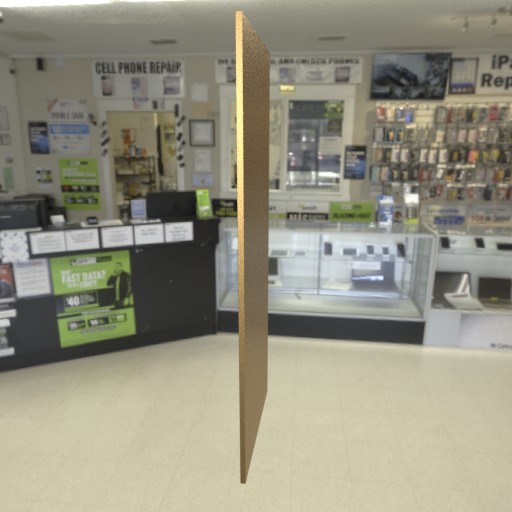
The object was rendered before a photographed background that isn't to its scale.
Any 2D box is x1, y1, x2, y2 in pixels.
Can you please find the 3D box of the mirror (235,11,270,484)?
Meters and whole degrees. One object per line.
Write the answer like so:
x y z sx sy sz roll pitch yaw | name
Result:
0.000 0.000 2.240 0.025 2.031 0.812 2 15 9 | mirror
